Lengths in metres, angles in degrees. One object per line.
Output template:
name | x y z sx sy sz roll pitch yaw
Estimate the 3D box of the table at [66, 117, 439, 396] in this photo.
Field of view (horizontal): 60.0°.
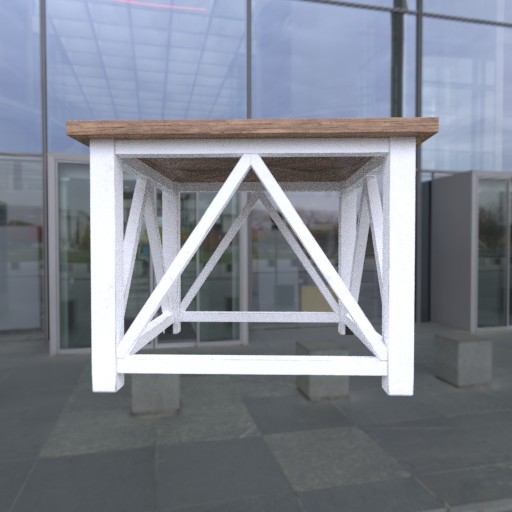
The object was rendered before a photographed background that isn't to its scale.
table | 0.000 0.000 1.186 0.700 0.532 0.700 0 1 2
